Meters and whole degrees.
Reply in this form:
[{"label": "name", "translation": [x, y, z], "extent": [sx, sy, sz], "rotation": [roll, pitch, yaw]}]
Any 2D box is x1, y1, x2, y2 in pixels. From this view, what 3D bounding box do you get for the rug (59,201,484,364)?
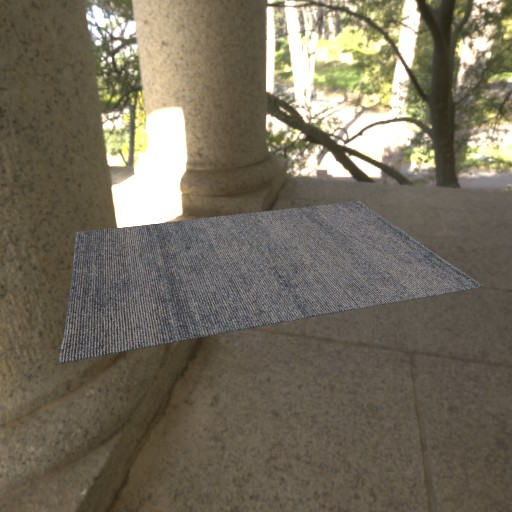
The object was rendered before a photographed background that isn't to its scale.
[{"label": "rug", "translation": [0.000, 0.000, 2.185], "extent": [1.740, 0.010, 1.135], "rotation": [-8, 28, -15]}]
